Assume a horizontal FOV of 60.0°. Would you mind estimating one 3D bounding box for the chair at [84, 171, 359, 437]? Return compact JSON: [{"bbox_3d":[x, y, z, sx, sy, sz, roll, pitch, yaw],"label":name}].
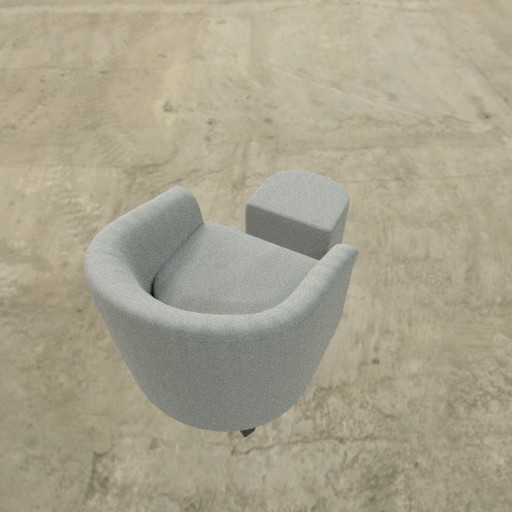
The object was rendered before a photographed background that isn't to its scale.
[{"bbox_3d":[0.000,0.000,1.727,0.756,0.757,1.288,21,50,19],"label":"chair"}]
